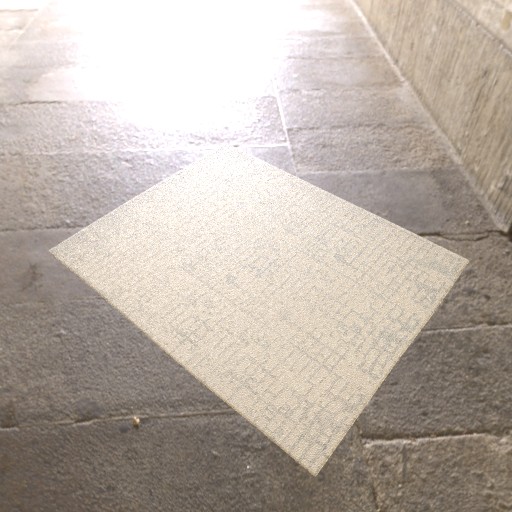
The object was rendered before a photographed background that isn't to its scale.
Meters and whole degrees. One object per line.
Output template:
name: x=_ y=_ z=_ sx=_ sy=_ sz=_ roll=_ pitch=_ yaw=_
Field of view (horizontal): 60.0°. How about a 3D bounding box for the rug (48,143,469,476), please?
rug: x=0.000 y=0.000 z=4.094 sx=3.061 sy=0.014 sz=2.447 roll=32 pitch=54 yaw=27
